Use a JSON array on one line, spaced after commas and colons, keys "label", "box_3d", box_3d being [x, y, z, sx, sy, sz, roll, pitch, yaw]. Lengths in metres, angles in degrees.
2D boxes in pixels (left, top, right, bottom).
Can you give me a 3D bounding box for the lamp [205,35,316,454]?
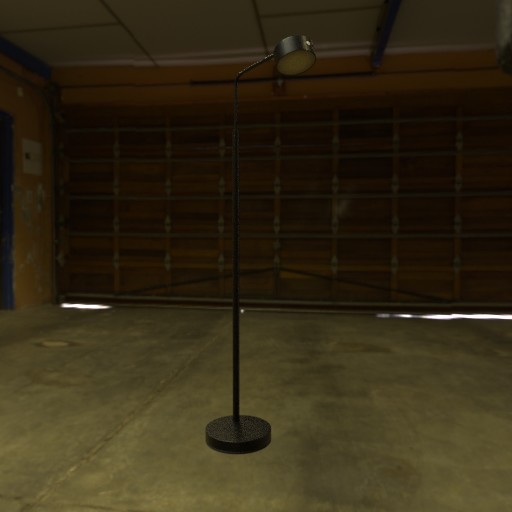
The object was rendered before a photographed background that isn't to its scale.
[{"label": "lamp", "box_3d": [0.000, 0.000, 1.387, 0.219, 1.230, 0.418, -1, 2, -36]}]
